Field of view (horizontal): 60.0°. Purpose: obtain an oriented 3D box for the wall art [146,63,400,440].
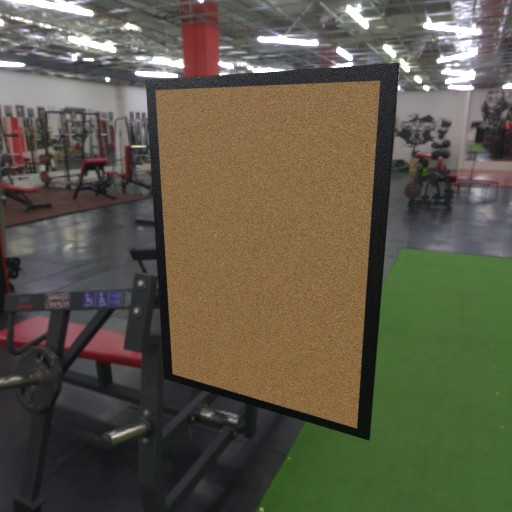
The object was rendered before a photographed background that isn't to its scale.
[{"bbox_3d":[0.000,0.000,1.256,0.707,0.967,0.013,8,17,26],"label":"wall art"}]
